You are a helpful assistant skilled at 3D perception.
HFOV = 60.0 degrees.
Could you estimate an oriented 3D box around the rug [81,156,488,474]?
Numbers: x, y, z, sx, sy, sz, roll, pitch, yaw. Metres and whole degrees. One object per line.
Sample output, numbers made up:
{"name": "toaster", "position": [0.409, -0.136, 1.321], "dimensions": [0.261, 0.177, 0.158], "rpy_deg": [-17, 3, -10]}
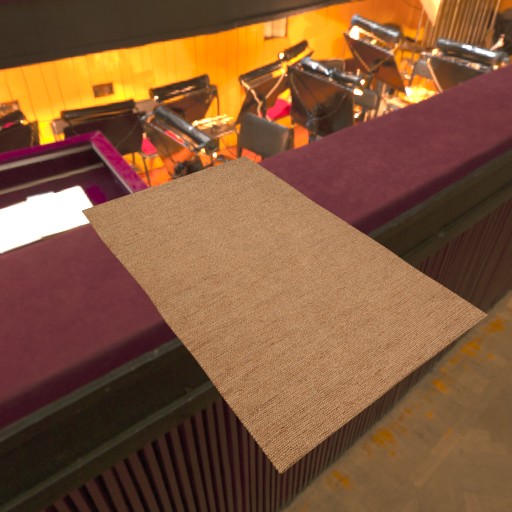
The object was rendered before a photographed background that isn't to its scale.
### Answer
{"name": "rug", "position": [0.000, 0.000, 2.960], "dimensions": [1.533, 0.011, 2.439], "rpy_deg": [-25, 46, -27]}
